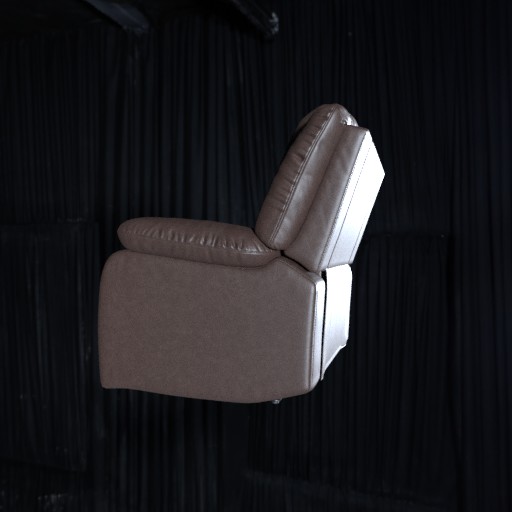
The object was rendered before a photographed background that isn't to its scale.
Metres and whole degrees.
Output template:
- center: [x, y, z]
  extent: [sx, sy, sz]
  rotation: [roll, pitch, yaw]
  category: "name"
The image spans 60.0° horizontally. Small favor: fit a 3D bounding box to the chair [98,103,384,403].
- center: [0.000, 0.000, 1.756]
  extent: [0.934, 1.009, 0.899]
  rotation: [0, 1, 19]
  category: "chair"
